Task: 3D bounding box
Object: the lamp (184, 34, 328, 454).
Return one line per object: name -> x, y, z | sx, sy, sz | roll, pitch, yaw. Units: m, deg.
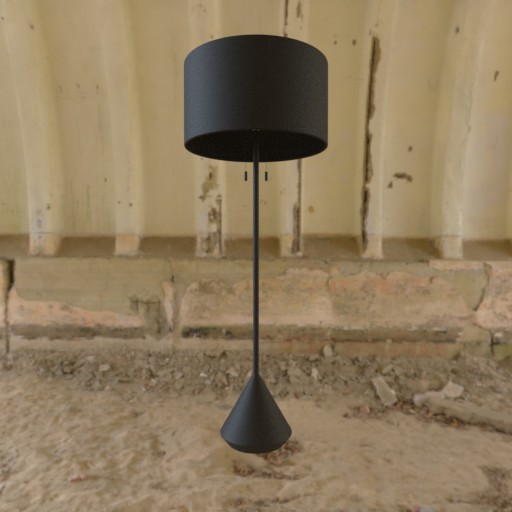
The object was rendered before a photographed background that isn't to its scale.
lamp -> 0.000, 0.000, 1.814 | 0.580, 1.526, 0.580 | -1, 1, -36
